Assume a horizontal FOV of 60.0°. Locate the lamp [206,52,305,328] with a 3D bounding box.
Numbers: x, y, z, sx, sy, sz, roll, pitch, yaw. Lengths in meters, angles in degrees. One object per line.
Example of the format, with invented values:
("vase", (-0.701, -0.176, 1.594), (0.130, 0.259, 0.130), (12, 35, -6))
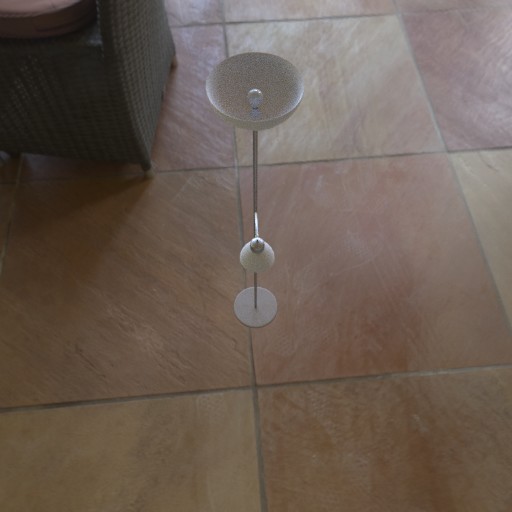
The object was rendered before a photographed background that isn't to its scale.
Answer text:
("lamp", (0.000, 0.000, 1.994), (0.279, 1.804, 0.425), (-2, 64, -1))
